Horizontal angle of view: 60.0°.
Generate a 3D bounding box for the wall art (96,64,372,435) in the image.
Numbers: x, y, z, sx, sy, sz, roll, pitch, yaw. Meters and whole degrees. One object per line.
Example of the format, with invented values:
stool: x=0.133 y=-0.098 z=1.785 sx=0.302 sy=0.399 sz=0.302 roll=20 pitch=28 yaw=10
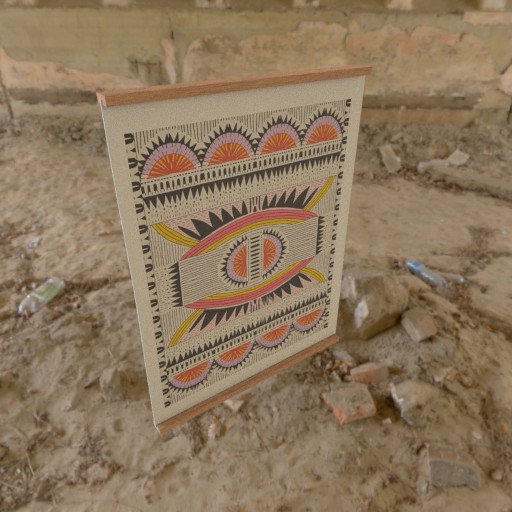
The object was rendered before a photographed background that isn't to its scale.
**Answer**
wall art: x=0.000 y=0.000 z=0.698 sx=0.403 sy=0.527 sz=0.028 roll=-19 pitch=35 yaw=-30
